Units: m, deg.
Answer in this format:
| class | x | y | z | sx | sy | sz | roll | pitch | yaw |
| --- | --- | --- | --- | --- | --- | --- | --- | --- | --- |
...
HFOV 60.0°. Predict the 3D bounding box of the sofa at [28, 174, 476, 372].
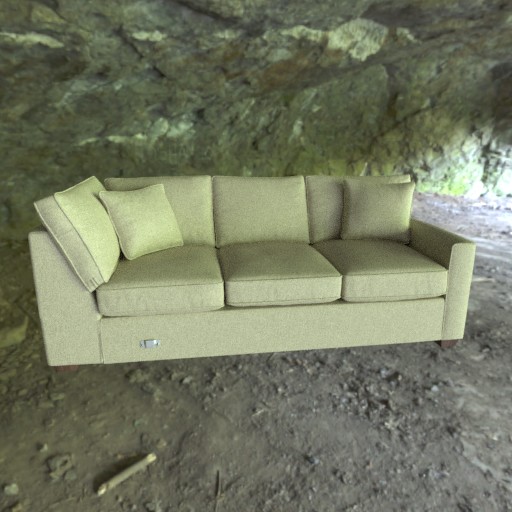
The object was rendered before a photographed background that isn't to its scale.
| class | x | y | z | sx | sy | sz | roll | pitch | yaw |
| --- | --- | --- | --- | --- | --- | --- | --- | --- | --- |
| sofa | 0.000 | 0.000 | 2.763 | 2.323 | 0.948 | 1.053 | -2 | 16 | -8 |
